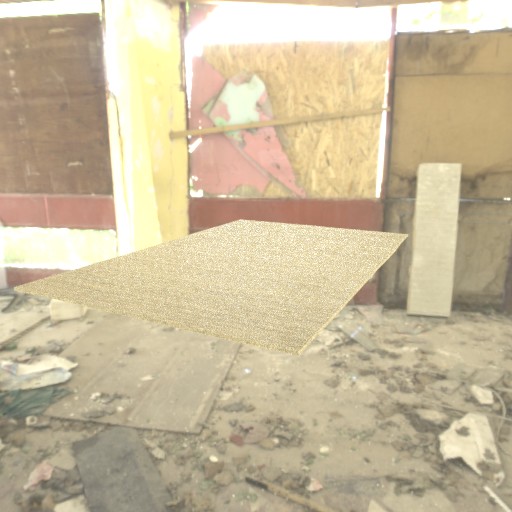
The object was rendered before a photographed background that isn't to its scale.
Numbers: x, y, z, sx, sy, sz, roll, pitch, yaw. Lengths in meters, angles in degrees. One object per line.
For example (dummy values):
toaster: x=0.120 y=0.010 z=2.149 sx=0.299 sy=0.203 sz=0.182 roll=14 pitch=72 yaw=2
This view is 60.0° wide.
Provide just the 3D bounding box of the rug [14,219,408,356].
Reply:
rug: x=0.000 y=0.000 z=2.851 sx=1.532 sy=0.018 sz=2.297 roll=7 pitch=16 yaw=27
